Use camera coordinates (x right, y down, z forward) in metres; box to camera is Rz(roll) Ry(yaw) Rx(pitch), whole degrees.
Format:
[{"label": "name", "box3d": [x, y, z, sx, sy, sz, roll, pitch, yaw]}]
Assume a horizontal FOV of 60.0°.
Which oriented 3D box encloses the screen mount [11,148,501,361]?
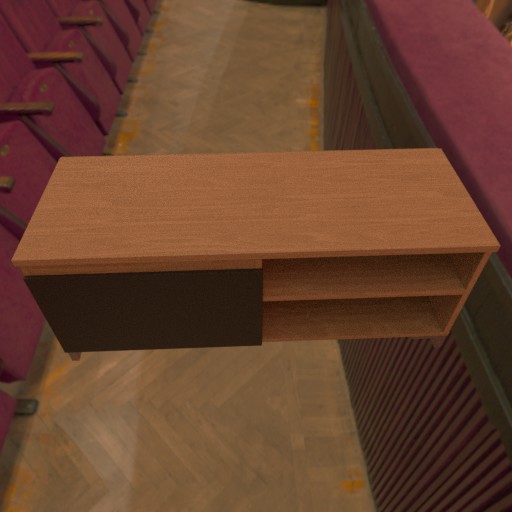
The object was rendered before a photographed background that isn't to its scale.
[{"label": "screen mount", "box3d": [0.000, 0.000, 1.275, 1.084, 0.432, 0.406, -2, 46, -2]}]
